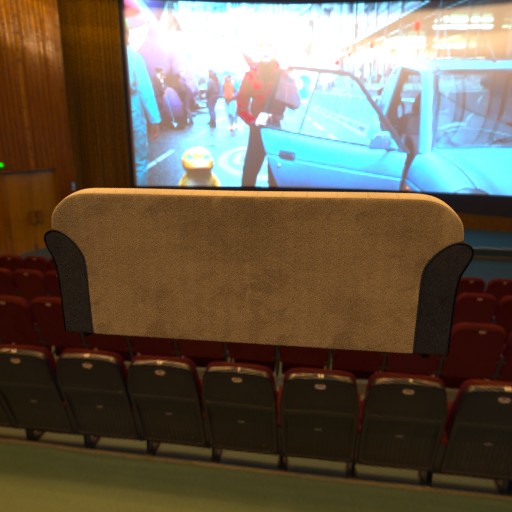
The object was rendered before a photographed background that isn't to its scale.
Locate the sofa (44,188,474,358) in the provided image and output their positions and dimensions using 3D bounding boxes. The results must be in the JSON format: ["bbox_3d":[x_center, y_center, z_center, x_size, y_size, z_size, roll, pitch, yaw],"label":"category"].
[{"bbox_3d":[0.000,0.000,2.442,2.006,0.789,0.749,2,15,8],"label":"sofa"}]
